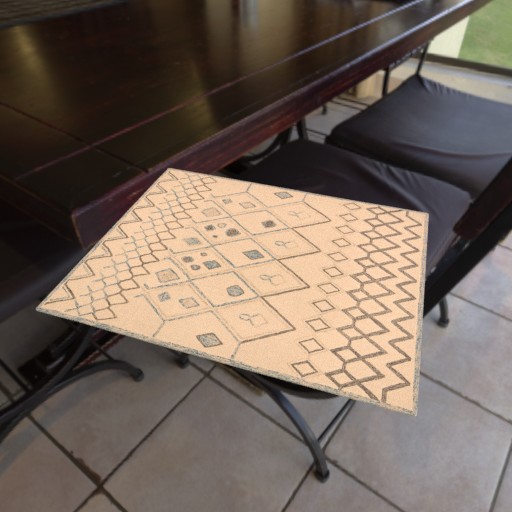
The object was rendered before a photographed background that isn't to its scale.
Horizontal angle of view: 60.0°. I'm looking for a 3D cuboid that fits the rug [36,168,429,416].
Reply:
[{"bbox_3d":[0.000,0.000,4.189,3.056,0.013,2.441,12,42,14],"label":"rug"}]
